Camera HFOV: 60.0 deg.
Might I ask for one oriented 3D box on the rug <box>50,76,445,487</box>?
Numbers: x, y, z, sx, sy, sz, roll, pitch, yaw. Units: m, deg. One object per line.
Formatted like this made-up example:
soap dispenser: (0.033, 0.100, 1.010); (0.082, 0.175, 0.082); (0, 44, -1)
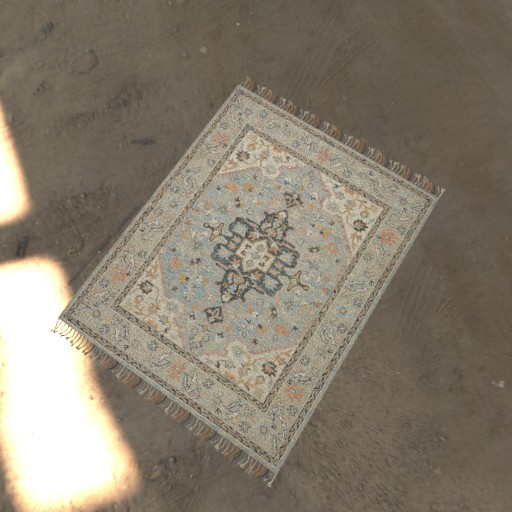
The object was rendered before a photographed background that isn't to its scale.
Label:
rug: (0.000, 0.000, 2.251); (1.278, 0.009, 1.730); (32, 77, 8)
